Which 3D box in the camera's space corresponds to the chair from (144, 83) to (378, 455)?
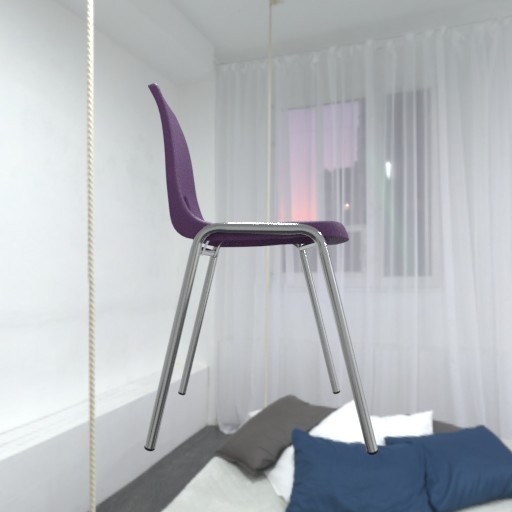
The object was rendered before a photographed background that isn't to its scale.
[{"bbox_3d":[0.000,0.000,0.968,0.432,0.704,0.381,0,-1,0],"label":"chair"}]
